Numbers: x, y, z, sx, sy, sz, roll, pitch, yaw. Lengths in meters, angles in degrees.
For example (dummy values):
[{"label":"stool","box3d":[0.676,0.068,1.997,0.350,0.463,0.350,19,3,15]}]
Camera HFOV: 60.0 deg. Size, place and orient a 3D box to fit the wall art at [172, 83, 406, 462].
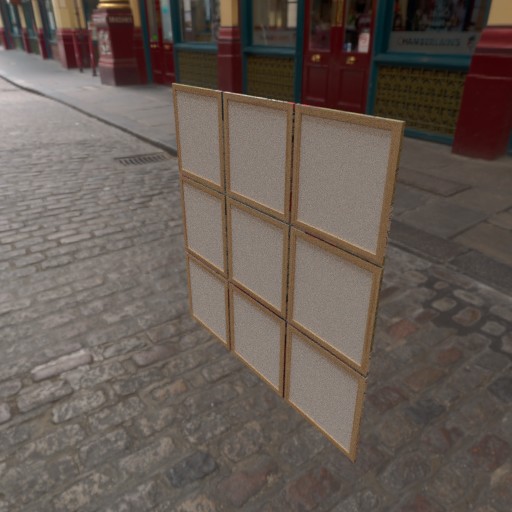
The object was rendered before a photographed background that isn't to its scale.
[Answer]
[{"label":"wall art","box3d":[0.000,0.000,1.793,0.013,1.218,1.206,-19,32,-33]}]
